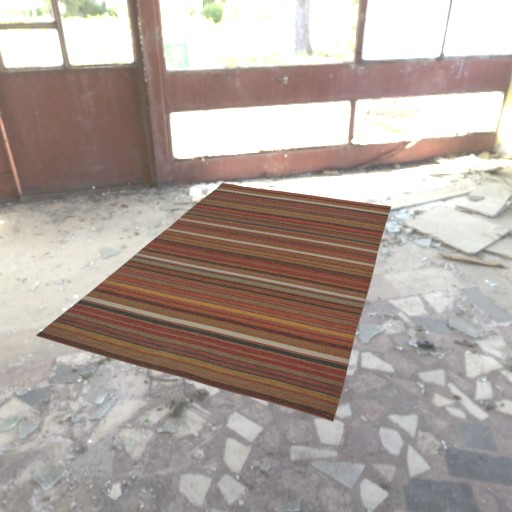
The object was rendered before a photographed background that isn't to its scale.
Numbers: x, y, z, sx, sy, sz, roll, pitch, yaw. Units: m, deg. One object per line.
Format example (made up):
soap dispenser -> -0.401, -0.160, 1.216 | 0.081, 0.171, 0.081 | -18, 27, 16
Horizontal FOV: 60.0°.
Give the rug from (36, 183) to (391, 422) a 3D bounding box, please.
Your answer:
rug -> 0.000, 0.000, 2.349 | 1.217, 0.007, 1.828 | 11, 32, 18
